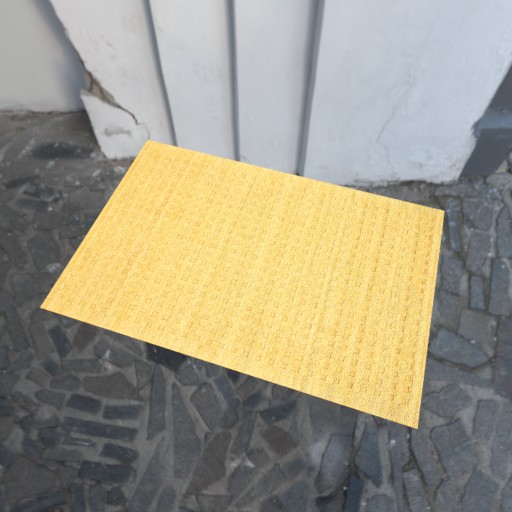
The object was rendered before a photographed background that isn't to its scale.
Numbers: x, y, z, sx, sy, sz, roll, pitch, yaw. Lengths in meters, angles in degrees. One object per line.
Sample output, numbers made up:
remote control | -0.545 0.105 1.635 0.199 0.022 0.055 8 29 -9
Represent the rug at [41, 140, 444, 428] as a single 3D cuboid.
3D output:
rug | 0.000 0.000 2.915 2.286 0.006 1.524 15 59 9
